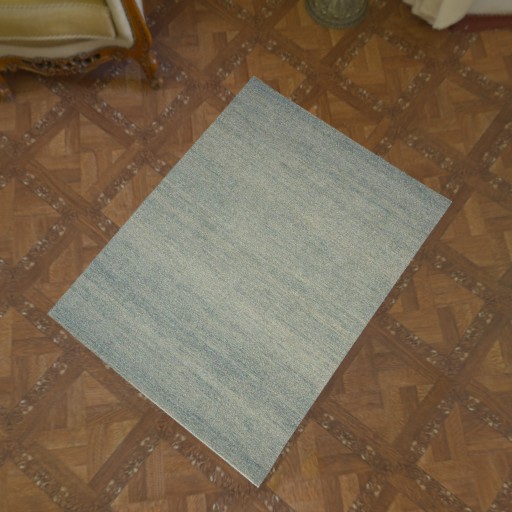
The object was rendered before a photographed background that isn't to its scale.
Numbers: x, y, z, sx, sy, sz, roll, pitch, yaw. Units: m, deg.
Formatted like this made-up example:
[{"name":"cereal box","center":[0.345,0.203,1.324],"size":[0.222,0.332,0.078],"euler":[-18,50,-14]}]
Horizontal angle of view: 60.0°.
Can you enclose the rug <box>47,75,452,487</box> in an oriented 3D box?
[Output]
[{"name":"rug","center":[0.000,0.000,4.262],"size":[2.461,0.046,3.237],"euler":[36,78,9]}]
